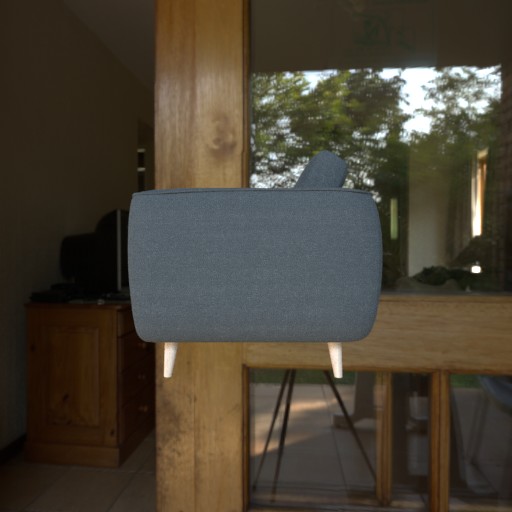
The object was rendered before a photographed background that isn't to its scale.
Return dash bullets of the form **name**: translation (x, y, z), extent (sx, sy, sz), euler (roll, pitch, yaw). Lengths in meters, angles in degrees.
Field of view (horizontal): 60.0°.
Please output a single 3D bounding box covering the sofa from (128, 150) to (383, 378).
- **sofa**: translation (0.000, 0.000, 2.448), extent (0.920, 0.850, 2.000), euler (0, 1, 1)
